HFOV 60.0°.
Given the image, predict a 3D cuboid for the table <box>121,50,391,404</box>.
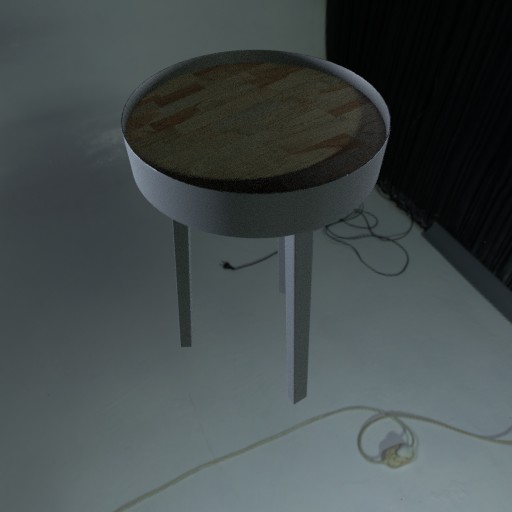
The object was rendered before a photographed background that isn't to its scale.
[{"bbox_3d":[0.000,0.000,0.937,0.406,0.686,0.406,-24,53,-20],"label":"table"}]
